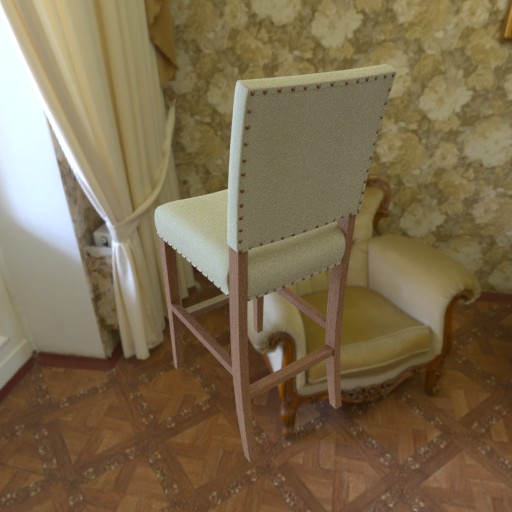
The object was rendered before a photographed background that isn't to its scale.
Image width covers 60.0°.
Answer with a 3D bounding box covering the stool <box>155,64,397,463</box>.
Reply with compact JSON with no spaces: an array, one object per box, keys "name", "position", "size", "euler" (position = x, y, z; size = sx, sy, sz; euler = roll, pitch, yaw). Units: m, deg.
[{"name":"stool","position":[0.000,0.000,1.436],"size":[0.445,1.168,0.584],"euler":[-19,35,-30]}]
